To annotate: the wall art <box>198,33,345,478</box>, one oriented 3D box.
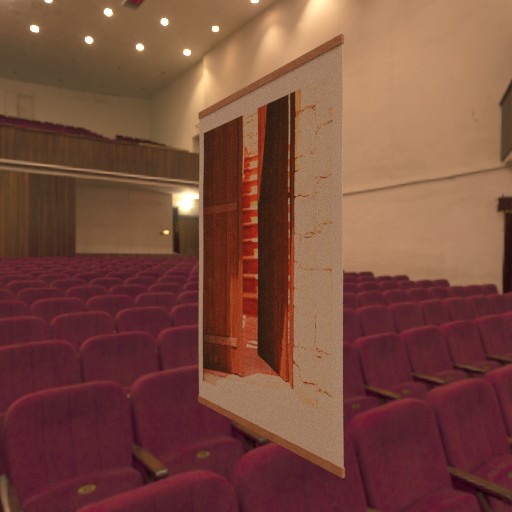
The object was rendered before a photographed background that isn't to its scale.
[{"bbox_3d":[0.000,0.000,1.933,0.019,1.527,1.019,0,-1,-36],"label":"wall art"}]
